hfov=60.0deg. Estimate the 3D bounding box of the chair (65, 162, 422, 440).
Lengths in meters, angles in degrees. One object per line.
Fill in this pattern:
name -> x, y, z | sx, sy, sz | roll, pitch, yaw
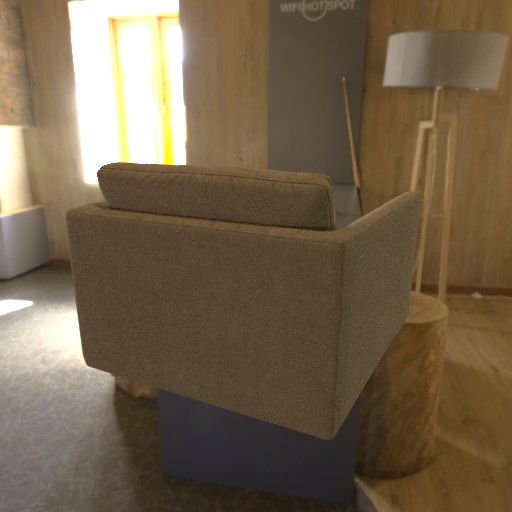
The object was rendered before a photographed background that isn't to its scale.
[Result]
chair -> 0.000, 0.000, 1.903 | 1.190, 0.845, 1.091 | 8, 18, 25
